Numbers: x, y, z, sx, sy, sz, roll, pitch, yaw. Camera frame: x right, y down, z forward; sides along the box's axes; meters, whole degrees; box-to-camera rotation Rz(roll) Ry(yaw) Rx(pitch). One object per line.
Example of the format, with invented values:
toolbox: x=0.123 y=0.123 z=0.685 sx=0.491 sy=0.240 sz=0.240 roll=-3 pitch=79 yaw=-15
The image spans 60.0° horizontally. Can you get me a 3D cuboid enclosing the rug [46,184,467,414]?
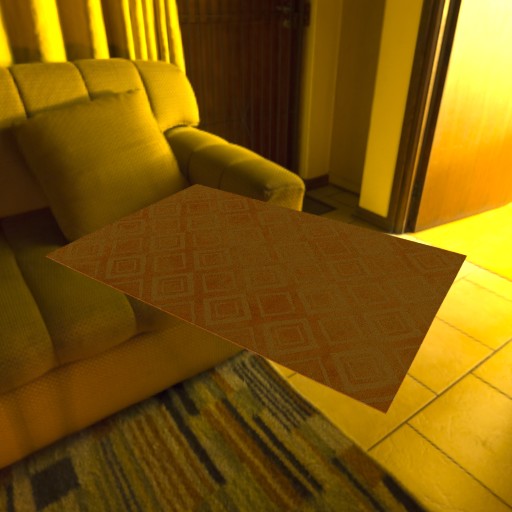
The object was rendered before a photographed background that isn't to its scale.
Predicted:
rug: x=0.000 y=0.000 z=2.303 sx=1.829 sy=0.010 sz=1.213 roll=19 pitch=35 yaw=28
